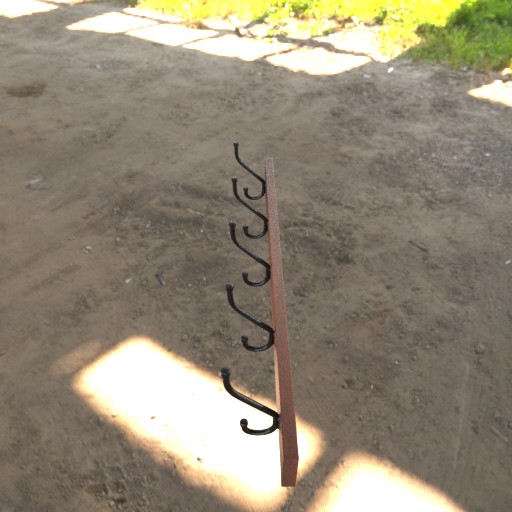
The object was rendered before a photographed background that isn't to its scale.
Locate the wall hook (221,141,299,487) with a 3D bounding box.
[{"bbox_3d":[0.000,0.000,0.619,0.071,0.117,0.571,-1,40,-1],"label":"wall hook"}]
